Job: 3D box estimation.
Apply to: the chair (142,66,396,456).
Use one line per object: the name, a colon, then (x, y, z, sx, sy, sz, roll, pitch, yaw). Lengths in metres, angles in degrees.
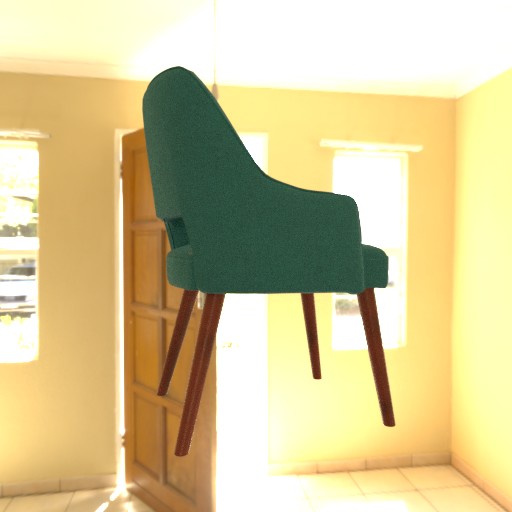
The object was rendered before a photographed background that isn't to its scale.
chair: (0.000, 0.000, 1.221, 0.605, 0.849, 0.548, 0, 1, -18)
